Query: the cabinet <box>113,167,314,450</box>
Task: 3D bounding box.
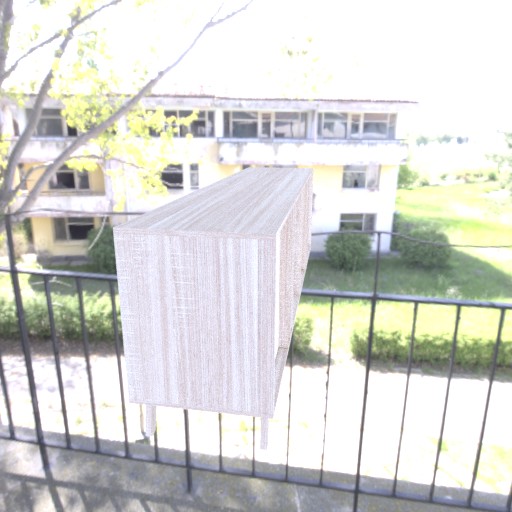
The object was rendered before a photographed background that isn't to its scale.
[{"bbox_3d":[0.000,0.000,2.455,0.500,0.780,2.200,3,16,10],"label":"cabinet"}]
